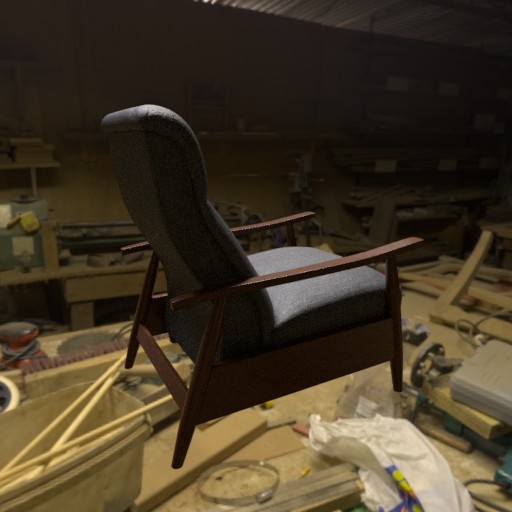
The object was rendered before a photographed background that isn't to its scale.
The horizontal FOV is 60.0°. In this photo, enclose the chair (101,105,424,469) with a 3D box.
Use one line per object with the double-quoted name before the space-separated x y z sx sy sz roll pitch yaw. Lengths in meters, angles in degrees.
"chair" 0.000 0.000 1.762 1.030 1.082 0.762 -8 16 -27
